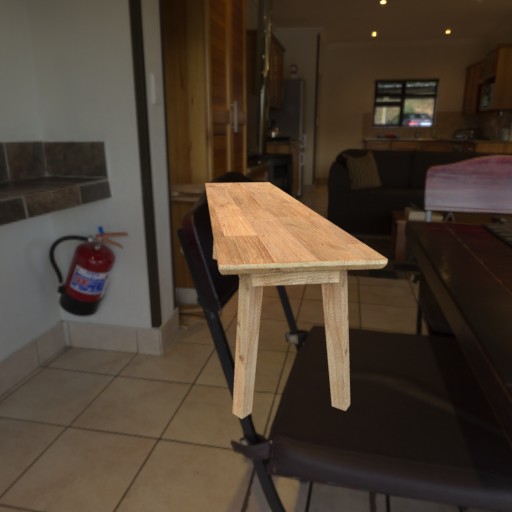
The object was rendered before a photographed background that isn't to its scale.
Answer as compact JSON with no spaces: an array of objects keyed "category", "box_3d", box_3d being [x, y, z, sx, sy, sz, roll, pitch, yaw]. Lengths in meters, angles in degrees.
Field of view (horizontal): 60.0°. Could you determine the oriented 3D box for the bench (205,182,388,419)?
[{"category":"bench","box_3d":[0.000,0.000,1.835,0.378,0.431,1.698,-2,15,-7]}]
